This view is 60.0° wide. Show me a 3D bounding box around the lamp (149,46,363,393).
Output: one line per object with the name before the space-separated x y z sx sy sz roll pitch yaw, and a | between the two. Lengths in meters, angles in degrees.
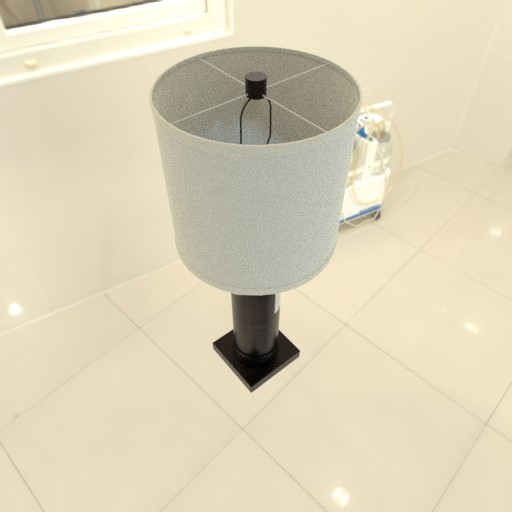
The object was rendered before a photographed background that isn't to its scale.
lamp | 0.000 0.000 0.617 0.211 0.509 0.211 -31 54 -26
